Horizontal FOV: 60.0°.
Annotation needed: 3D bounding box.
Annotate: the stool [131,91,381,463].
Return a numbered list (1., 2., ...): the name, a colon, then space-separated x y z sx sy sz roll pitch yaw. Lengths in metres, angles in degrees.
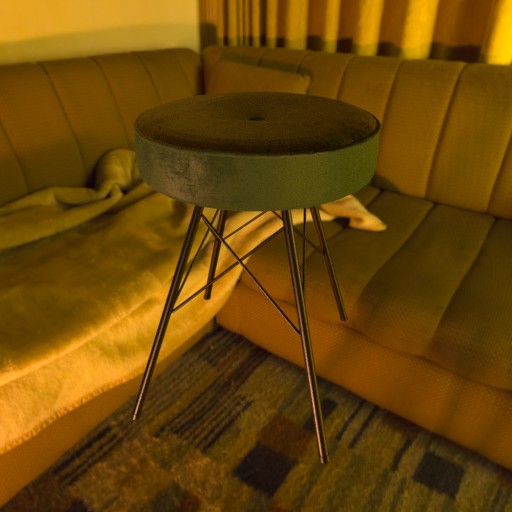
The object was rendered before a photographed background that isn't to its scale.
1. stool: 0.000 0.000 0.921 0.430 0.595 0.457 8 31 13
